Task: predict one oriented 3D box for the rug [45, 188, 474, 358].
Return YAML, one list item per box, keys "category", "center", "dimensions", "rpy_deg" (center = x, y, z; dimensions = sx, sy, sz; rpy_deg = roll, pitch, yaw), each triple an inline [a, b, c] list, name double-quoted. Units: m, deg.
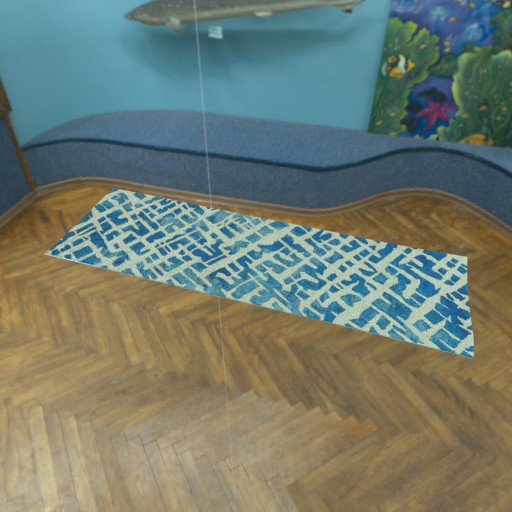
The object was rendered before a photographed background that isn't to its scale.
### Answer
- category: "rug"
  center: [0.000, 0.000, 2.677]
  dimensions: [2.446, 0.011, 0.768]
  rpy_deg: [12, 43, 13]
